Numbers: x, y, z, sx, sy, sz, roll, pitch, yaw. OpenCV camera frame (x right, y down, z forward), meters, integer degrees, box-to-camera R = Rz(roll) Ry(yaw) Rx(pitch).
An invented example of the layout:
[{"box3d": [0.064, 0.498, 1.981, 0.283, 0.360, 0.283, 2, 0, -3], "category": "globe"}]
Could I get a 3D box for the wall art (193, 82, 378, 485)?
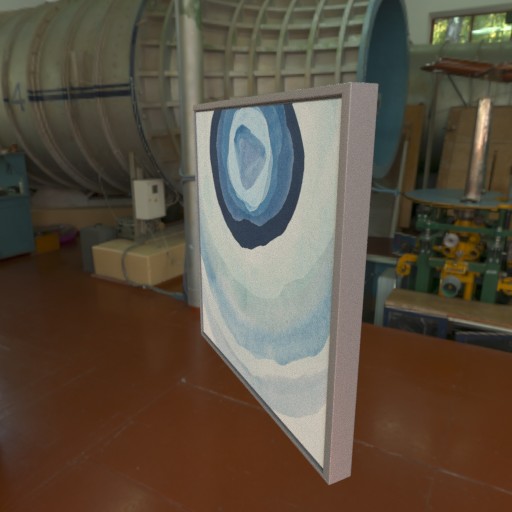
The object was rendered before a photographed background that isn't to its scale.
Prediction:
[{"box3d": [0.000, 0.000, 0.517, 0.028, 0.349, 0.349, -8, 18, -25], "category": "wall art"}]
